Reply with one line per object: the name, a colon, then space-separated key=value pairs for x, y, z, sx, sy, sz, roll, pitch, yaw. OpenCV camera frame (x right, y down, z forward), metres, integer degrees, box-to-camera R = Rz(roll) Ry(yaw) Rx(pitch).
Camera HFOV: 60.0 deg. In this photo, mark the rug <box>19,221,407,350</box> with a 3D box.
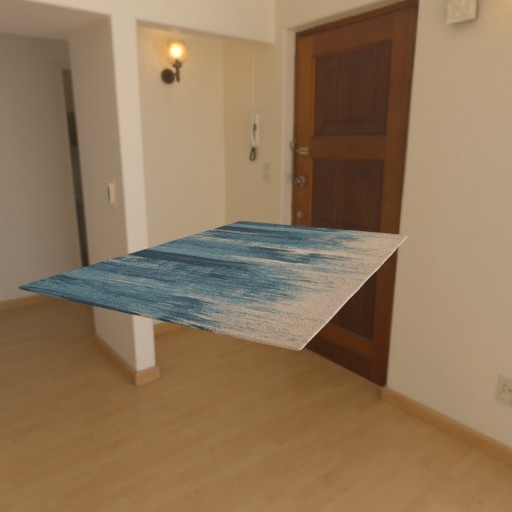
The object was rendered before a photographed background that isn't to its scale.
rug: x=0.000 y=0.000 z=2.297 sx=1.232 sy=0.009 sz=1.836 roll=7 pitch=16 yaw=26
